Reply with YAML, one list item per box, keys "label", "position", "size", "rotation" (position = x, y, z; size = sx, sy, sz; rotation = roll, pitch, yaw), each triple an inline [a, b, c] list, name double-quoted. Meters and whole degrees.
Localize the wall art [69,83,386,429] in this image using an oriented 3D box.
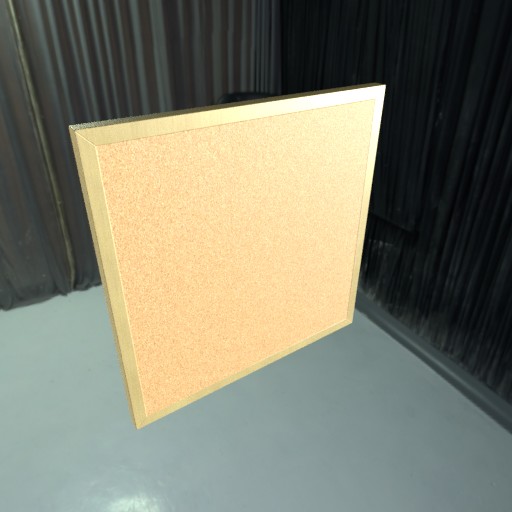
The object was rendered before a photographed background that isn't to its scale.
- label: "wall art"
  position: [0.000, 0.000, 1.135]
  size: [0.763, 0.763, 0.037]
  rotation: [-19, 36, -29]
